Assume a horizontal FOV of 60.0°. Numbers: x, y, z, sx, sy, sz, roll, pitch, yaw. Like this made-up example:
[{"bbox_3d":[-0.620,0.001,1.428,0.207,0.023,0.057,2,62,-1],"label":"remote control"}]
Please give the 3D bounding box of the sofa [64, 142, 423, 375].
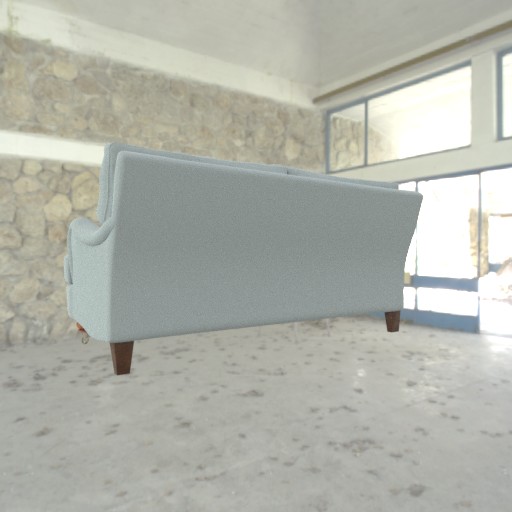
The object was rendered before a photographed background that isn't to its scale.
[{"bbox_3d":[0.000,0.000,2.892,2.193,1.096,1.069,0,0,-35],"label":"sofa"}]
